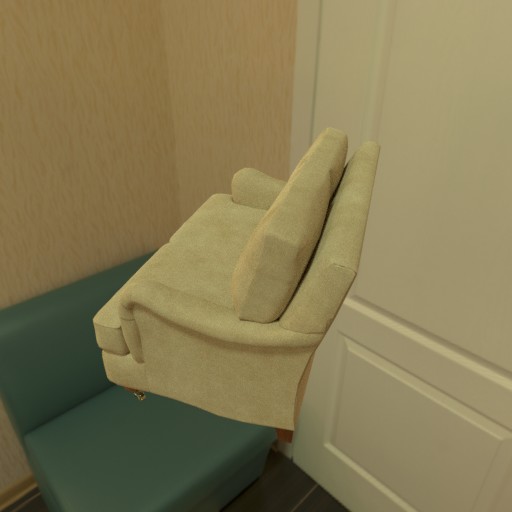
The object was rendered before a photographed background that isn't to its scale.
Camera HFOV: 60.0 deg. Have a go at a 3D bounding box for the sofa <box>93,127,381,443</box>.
[{"bbox_3d":[0.000,0.000,2.332,1.086,1.087,1.498,9,32,14],"label":"sofa"}]
